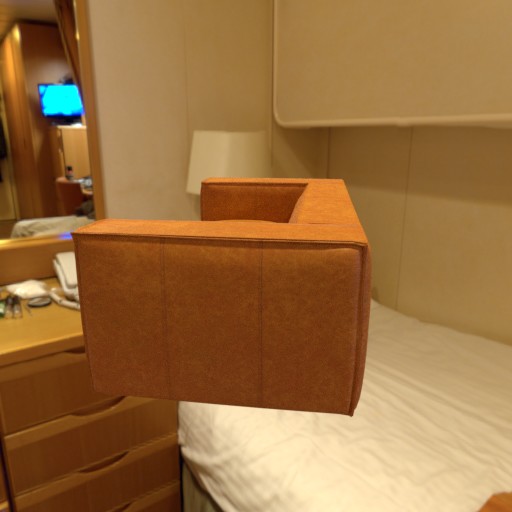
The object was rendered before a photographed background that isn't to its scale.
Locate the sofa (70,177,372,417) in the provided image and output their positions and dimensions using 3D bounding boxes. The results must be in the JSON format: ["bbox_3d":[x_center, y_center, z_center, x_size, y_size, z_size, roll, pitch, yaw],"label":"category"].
[{"bbox_3d":[0.000,0.000,2.549,1.102,0.703,2.088,2,16,8],"label":"sofa"}]
